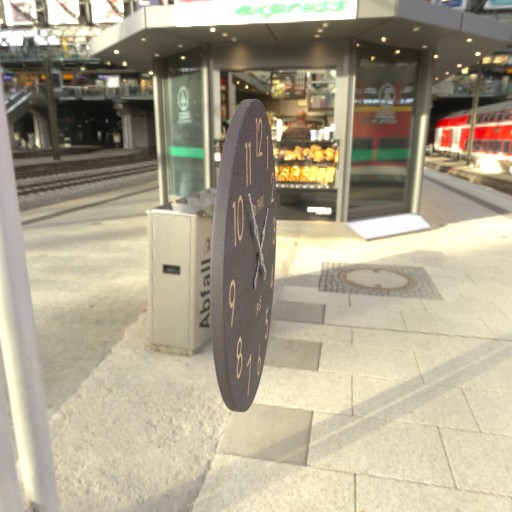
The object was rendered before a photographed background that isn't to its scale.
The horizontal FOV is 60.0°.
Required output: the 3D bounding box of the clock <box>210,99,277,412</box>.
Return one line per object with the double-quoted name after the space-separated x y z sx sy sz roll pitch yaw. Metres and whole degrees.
0.000 0.000 0.893 0.029 0.595 0.595 3 15 9 "clock"
